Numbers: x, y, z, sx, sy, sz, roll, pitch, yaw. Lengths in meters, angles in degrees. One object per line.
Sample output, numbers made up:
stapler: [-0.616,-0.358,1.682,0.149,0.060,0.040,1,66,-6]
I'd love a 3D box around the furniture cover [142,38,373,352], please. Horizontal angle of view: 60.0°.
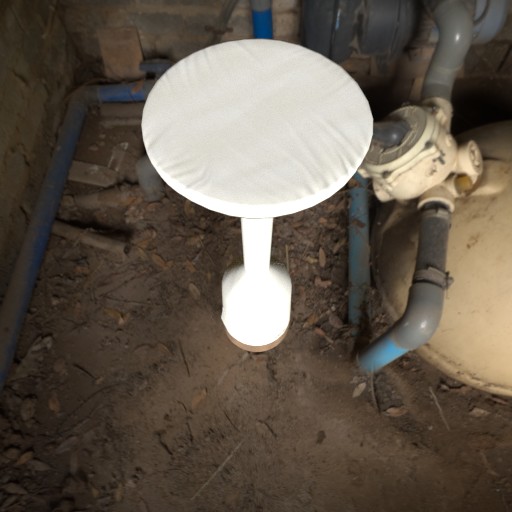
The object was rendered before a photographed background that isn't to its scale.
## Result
furniture cover: [0.000,0.000,2.815,0.914,2.413,0.914,-34,67,-16]
